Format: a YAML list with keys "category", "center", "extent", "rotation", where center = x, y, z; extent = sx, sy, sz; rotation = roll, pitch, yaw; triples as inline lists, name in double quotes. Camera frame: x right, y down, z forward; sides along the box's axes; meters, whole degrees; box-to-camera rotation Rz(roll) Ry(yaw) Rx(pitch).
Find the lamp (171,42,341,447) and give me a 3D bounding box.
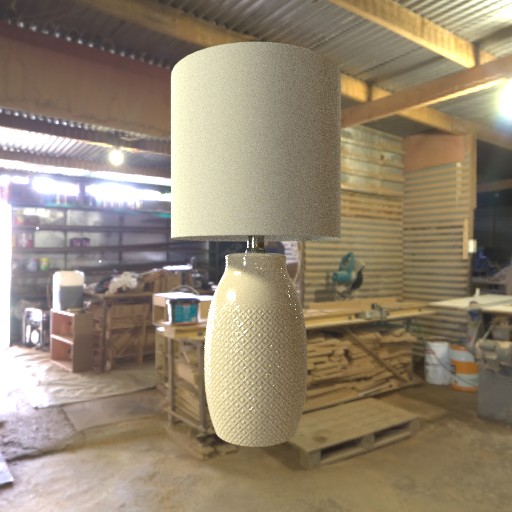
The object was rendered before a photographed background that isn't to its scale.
- category: "lamp"
  center: [0.000, 0.000, 0.576]
  extent: [0.217, 0.453, 0.217]
  rotation: [0, 0, -35]
